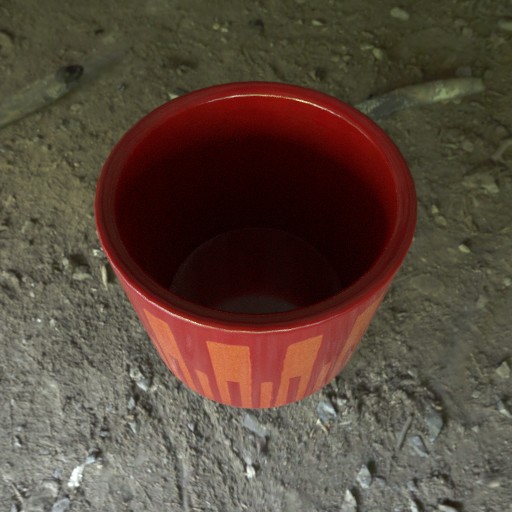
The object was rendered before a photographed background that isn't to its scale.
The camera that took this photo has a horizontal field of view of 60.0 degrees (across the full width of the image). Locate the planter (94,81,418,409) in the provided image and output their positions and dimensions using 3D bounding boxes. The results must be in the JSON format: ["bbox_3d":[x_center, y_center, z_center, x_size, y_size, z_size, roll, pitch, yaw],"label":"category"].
[{"bbox_3d":[0.000,0.000,0.402,0.230,0.202,0.230,0,58,0],"label":"planter"}]
